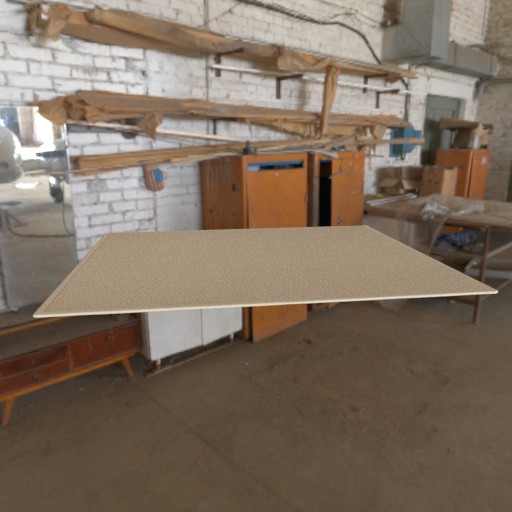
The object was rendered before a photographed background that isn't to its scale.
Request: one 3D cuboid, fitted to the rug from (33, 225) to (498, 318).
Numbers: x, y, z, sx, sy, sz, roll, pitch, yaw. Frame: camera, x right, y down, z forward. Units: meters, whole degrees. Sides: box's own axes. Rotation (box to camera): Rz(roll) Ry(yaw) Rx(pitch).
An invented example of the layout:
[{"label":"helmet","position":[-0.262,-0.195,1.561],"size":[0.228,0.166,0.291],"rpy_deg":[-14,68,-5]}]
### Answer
[{"label":"rug","position":[0.000,0.000,3.994],"size":[3.051,0.020,2.407],"rpy_deg":[-2,15,-8]}]
